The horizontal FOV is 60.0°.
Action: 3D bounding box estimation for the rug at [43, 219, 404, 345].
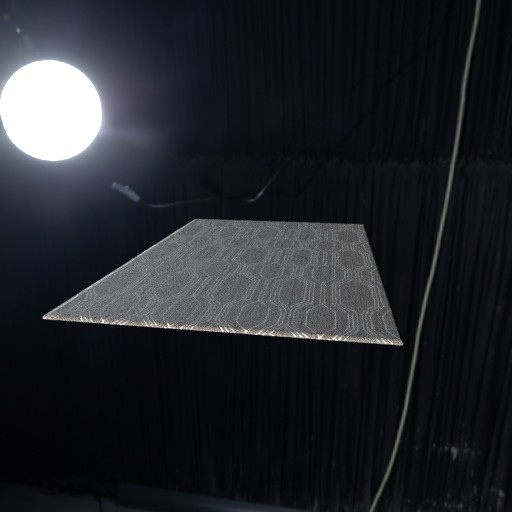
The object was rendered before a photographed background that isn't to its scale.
[{"bbox_3d":[0.000,0.000,2.343,1.239,0.012,1.836,3,16,9],"label":"rug"}]
